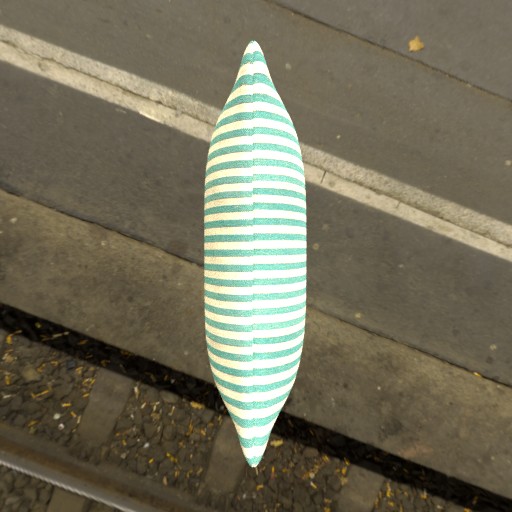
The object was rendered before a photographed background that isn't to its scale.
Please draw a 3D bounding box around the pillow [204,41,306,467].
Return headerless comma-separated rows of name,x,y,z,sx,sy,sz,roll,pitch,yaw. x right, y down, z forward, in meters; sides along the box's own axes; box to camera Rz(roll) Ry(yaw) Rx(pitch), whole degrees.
pillow,0.000,0.000,0.785,0.166,0.510,0.523,0,91,0
